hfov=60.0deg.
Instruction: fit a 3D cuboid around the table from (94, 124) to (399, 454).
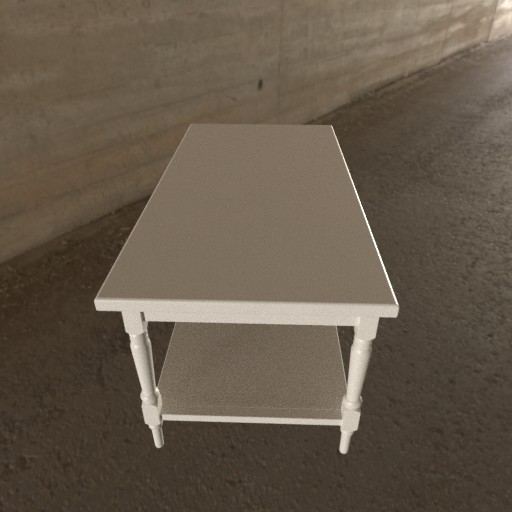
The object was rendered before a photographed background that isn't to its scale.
[{"bbox_3d":[0.000,0.000,1.396,0.550,0.510,1.107,1,33,2],"label":"table"}]
